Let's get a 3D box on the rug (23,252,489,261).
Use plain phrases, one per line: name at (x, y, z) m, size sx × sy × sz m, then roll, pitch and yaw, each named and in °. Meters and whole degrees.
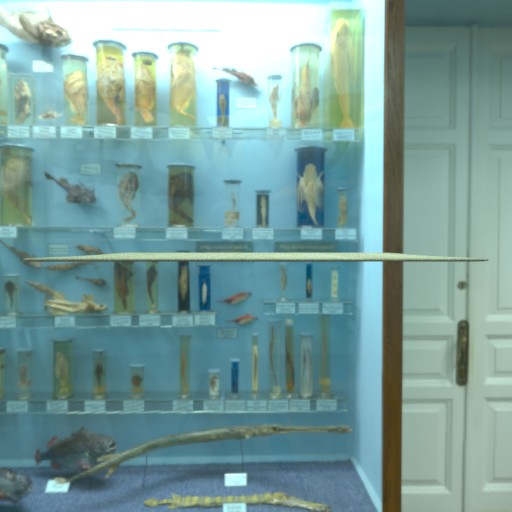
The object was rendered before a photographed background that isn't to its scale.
rug at (0.000, 0.000, 2.957) m, size 2.270 × 0.017 × 1.606 m, roll 0°, pitch 1°, yaw 0°
